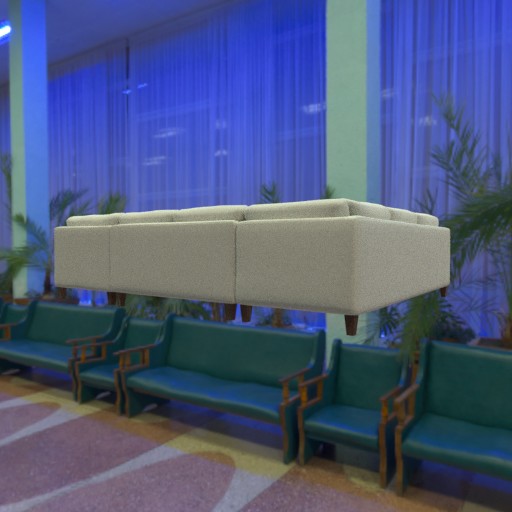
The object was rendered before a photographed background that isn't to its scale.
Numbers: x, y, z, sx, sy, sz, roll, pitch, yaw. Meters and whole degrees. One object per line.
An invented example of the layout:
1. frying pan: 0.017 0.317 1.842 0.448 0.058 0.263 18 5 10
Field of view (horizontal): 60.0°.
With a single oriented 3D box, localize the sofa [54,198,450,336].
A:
1. sofa: 0.000 0.000 4.532 3.238 0.853 2.551 1 2 35
